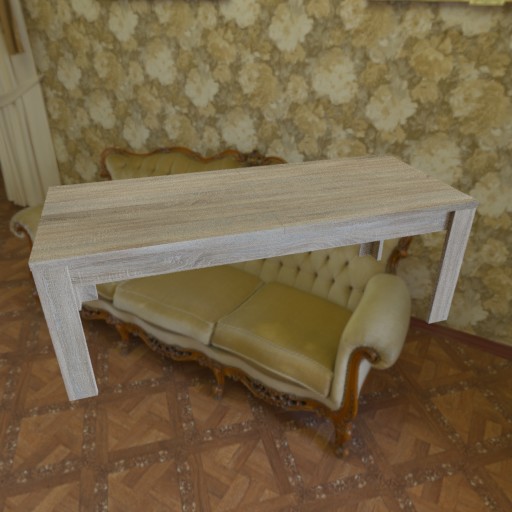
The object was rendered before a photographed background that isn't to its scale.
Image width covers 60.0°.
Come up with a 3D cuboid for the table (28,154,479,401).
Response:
[{"bbox_3d":[0.000,0.000,2.638,2.200,0.790,0.900,-9,31,-15],"label":"table"}]
